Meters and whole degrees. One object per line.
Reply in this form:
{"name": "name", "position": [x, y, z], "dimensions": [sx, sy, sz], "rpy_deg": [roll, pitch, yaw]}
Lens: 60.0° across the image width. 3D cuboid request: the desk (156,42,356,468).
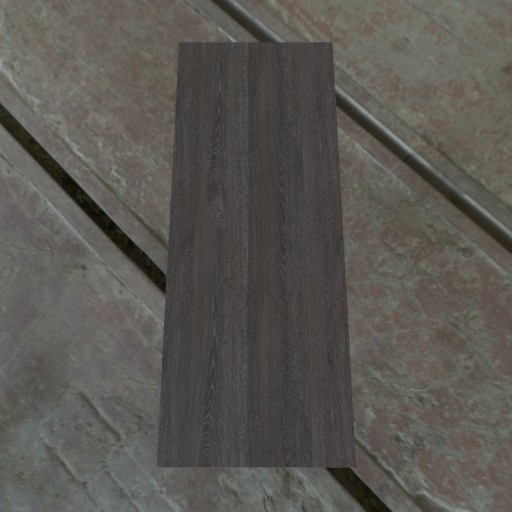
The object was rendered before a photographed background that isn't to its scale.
{"name": "desk", "position": [0.000, 0.000, 1.897], "dimensions": [0.600, 0.760, 1.524], "rpy_deg": [0, 75, 0]}
